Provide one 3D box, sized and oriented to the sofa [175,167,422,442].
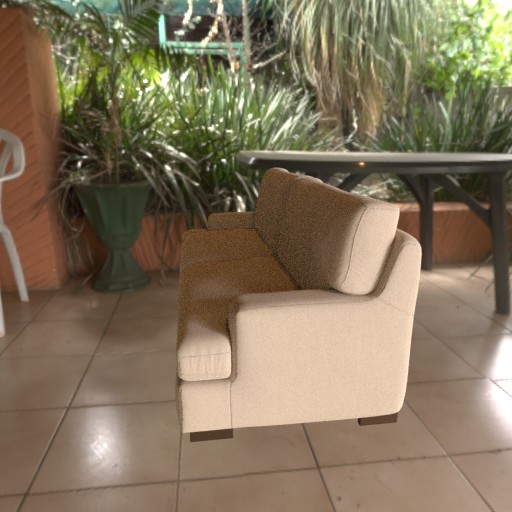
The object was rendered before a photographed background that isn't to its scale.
[{"bbox_3d":[0.000,0.000,2.646,0.929,0.925,2.147,-2,15,-8],"label":"sofa"}]
